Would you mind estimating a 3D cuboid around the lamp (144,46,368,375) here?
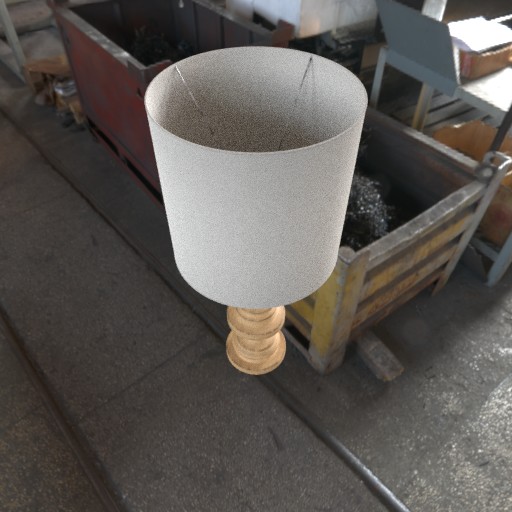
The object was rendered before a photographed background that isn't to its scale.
[{"bbox_3d":[0.000,0.000,0.585,0.208,0.455,0.208,11,48,10],"label":"lamp"}]
